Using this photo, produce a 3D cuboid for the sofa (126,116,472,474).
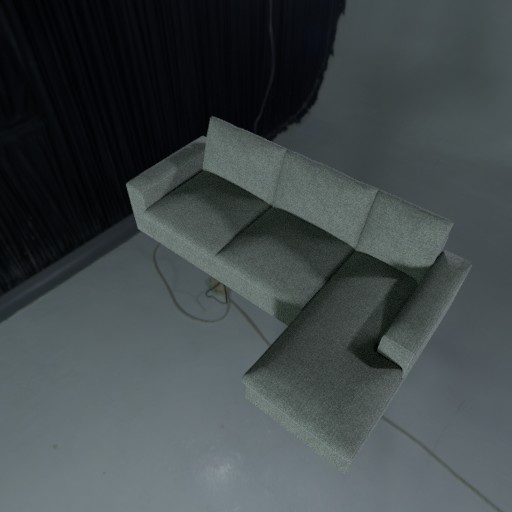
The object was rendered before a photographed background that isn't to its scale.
[{"bbox_3d":[0.000,0.000,3.462,2.718,0.940,1.689,30,54,25],"label":"sofa"}]
